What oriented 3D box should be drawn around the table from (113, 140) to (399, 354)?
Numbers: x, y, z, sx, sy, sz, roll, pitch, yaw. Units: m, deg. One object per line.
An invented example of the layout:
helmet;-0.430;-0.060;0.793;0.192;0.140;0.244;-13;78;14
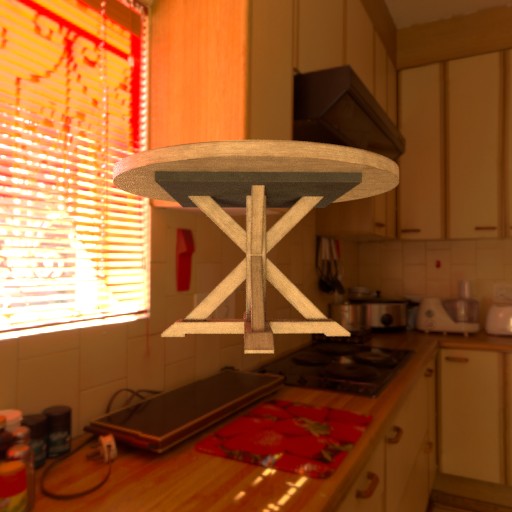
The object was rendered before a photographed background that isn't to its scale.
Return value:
table;0.000;0.000;2.206;1.363;0.781;1.363;0;-1;0
